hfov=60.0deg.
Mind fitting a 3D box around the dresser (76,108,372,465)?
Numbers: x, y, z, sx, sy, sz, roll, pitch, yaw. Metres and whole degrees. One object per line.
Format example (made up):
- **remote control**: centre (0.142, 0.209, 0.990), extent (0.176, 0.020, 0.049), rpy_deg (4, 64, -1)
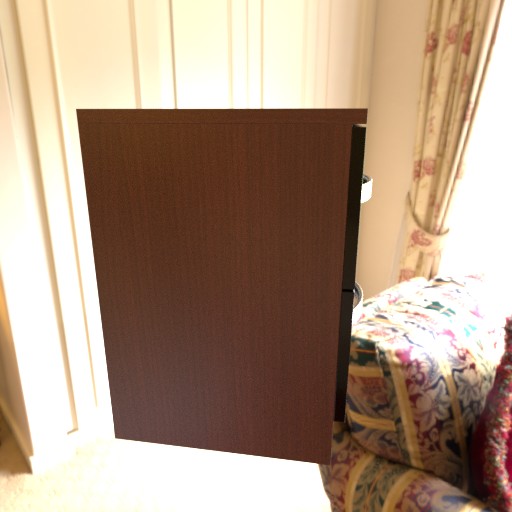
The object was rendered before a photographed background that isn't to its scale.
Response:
- **dresser**: centre (0.000, 0.000, 0.750), extent (0.360, 0.470, 0.400), rpy_deg (3, 18, 9)
